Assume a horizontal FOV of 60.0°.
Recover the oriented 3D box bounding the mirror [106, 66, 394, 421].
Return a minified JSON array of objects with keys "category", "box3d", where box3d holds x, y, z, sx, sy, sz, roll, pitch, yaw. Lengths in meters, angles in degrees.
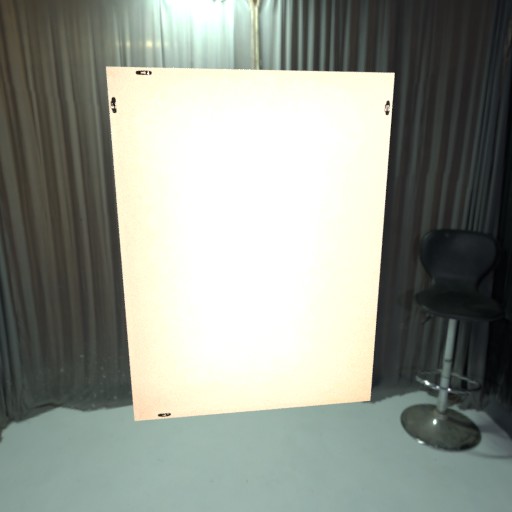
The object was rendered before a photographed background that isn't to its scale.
[{"category":"mirror","box3d":[0.000,0.000,1.305,0.762,1.016,0.040,-2,15,-8]}]
